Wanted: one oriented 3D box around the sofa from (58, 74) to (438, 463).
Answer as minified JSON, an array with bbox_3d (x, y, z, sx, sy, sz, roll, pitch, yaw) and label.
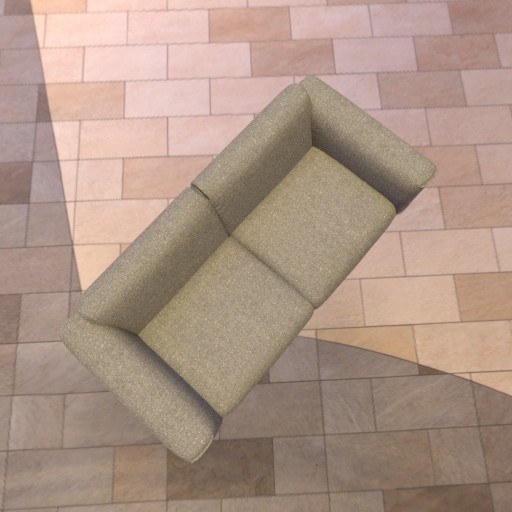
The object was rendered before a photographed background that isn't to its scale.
[{"bbox_3d":[0.000,0.000,2.599,0.985,0.703,2.125,40,79,10],"label":"sofa"}]
